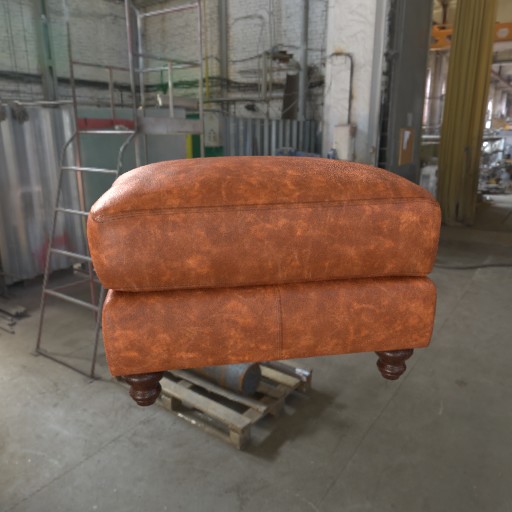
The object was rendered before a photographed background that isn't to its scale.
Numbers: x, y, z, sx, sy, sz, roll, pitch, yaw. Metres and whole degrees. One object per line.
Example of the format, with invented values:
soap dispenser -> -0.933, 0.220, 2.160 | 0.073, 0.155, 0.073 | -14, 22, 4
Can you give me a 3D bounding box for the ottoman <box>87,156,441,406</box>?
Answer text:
ottoman -> 0.000, 0.000, 1.279 | 0.832, 0.562, 0.657 | -3, 16, -10
